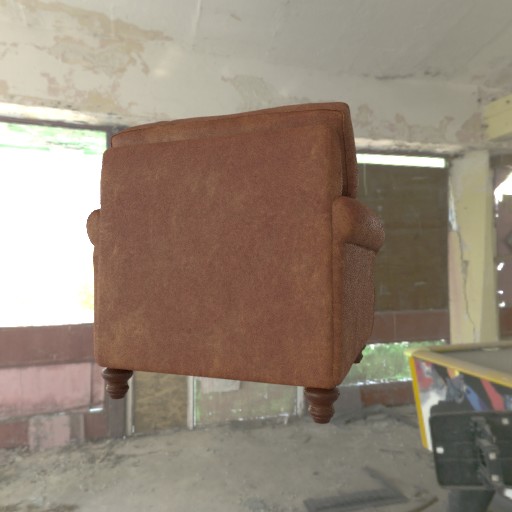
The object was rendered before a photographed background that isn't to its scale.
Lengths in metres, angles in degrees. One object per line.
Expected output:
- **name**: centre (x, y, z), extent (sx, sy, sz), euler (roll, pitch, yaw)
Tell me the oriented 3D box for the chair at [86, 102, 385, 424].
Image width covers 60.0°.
- **chair**: centre (0.000, 0.000, 1.776), extent (0.983, 0.962, 0.986), euler (0, -1, 19)
